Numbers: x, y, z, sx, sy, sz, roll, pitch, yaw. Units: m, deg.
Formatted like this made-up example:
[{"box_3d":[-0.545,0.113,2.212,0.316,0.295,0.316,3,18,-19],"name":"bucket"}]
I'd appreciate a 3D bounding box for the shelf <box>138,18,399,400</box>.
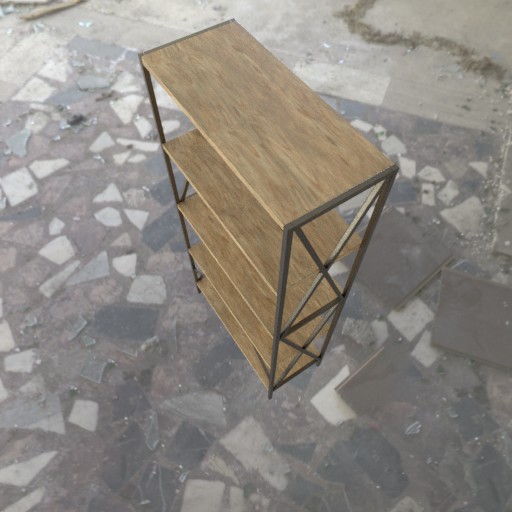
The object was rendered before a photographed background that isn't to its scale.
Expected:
[{"box_3d":[0.000,0.000,2.147,0.386,1.803,0.874,-30,63,-17],"name":"shelf"}]
